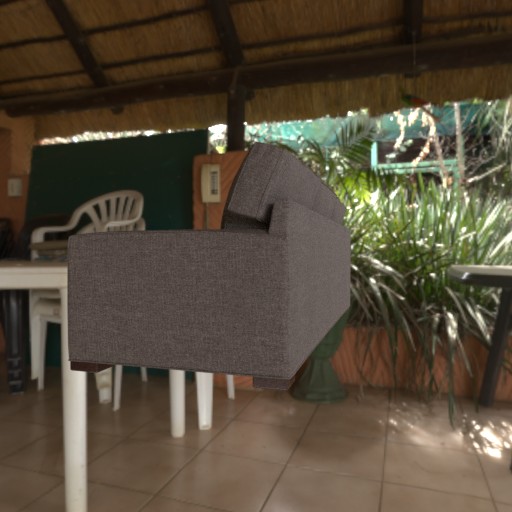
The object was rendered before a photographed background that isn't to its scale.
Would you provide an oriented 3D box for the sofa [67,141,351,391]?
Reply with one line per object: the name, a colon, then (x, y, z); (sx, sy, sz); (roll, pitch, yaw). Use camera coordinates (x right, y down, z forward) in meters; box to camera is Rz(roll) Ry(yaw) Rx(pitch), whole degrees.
sofa: (0.000, 0.000, 2.898); (1.004, 0.978, 2.369); (0, 1, 17)
